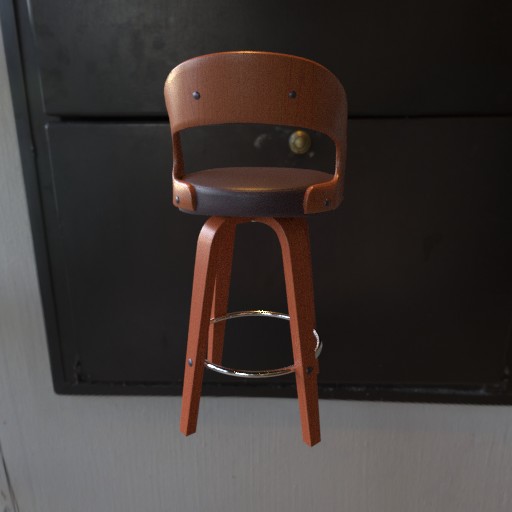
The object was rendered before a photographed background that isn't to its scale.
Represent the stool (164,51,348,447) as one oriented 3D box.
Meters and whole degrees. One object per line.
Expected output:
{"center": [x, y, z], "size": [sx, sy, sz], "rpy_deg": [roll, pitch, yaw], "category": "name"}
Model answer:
{"center": [0.000, 0.000, 1.183], "size": [0.457, 0.940, 0.457], "rpy_deg": [2, 17, 7], "category": "stool"}
